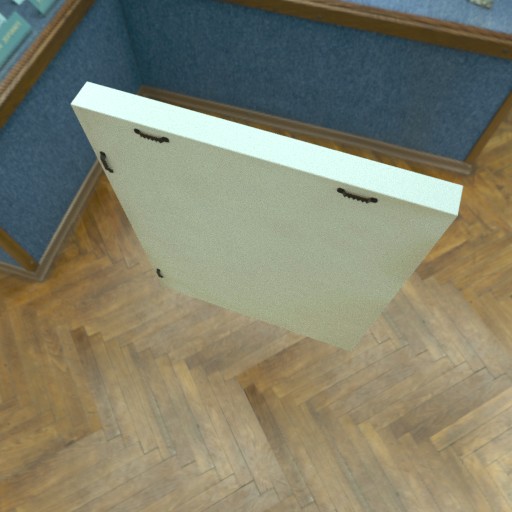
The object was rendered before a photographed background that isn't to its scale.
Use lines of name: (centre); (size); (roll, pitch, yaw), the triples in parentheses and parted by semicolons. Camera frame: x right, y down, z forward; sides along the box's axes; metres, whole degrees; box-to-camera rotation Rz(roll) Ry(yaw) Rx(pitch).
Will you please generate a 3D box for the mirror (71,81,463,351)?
mirror: (0.000, 0.000, 0.672); (0.406, 0.509, 0.041); (18, 65, 9)
